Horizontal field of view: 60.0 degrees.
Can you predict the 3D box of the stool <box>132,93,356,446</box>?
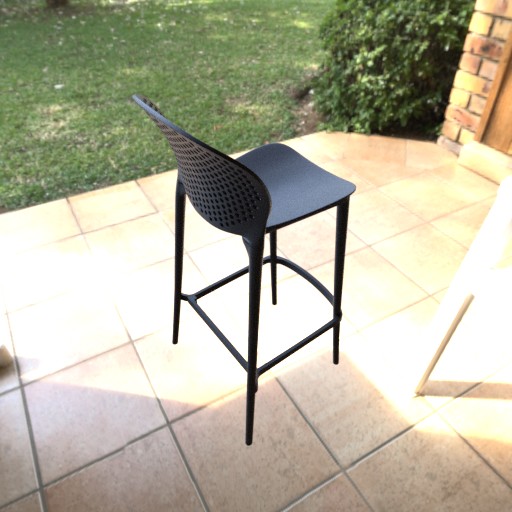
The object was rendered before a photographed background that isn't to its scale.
[{"bbox_3d":[0.000,0.000,1.379,0.535,1.045,0.536,-25,46,-27],"label":"stool"}]
